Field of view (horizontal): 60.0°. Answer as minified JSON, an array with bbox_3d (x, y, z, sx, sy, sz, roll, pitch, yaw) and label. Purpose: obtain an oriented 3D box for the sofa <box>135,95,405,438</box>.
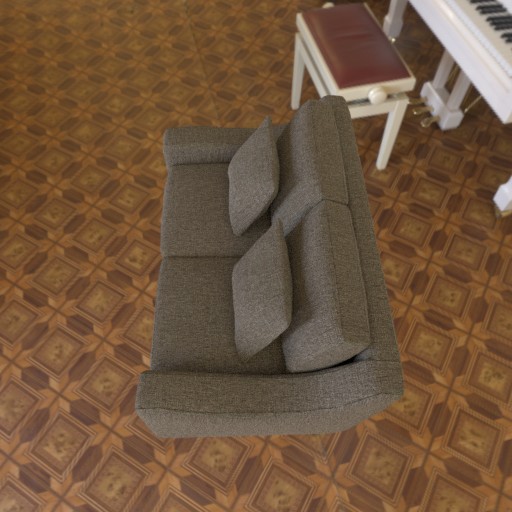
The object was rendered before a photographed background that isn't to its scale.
[{"bbox_3d":[0.000,0.000,2.435,1.120,0.991,1.778,-1,59,-1],"label":"sofa"}]
